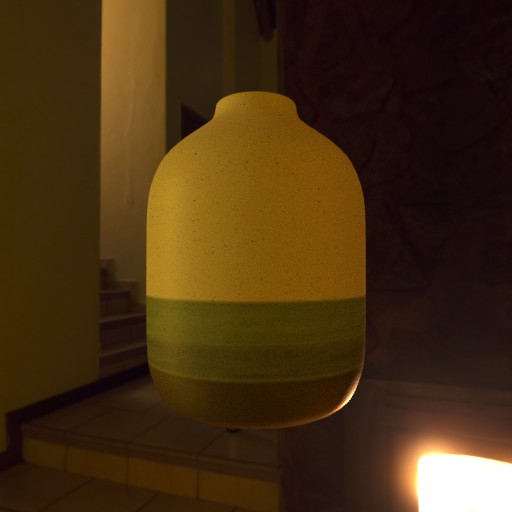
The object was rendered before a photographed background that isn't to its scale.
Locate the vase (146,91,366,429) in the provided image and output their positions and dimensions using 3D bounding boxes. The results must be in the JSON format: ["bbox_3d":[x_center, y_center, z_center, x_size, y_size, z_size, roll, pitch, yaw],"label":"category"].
[{"bbox_3d":[0.000,0.000,0.353,0.169,0.240,0.169,0,-1,0],"label":"vase"}]
